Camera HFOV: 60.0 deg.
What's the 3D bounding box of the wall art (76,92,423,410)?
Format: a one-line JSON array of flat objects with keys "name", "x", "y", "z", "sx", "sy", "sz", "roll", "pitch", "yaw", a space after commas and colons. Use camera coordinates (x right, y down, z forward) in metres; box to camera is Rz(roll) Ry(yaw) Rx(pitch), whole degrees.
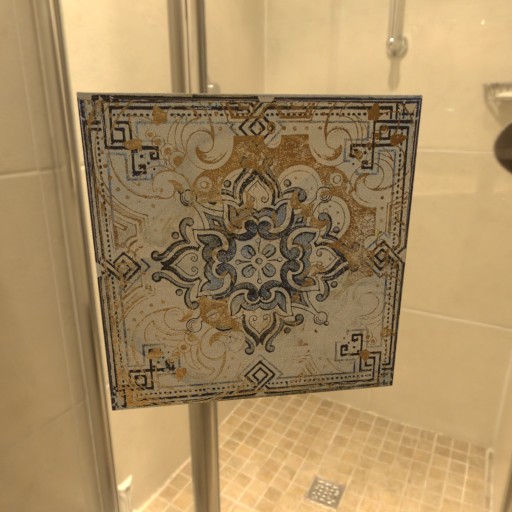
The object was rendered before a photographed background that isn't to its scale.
[{"name": "wall art", "x": 0.000, "y": 0.000, "z": 0.446, "sx": 0.302, "sy": 0.306, "sz": 0.038, "roll": -2, "pitch": 17, "yaw": -8}]
